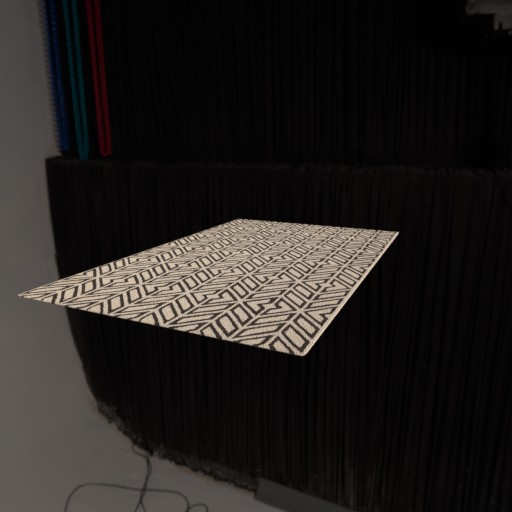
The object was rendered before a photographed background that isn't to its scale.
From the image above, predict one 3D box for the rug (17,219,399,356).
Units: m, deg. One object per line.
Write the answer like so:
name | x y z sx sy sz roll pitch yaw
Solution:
rug | 0.000 0.000 2.978 1.523 0.008 2.438 7 16 24
